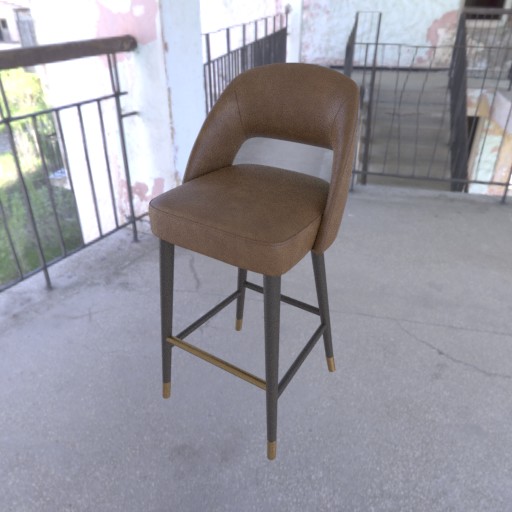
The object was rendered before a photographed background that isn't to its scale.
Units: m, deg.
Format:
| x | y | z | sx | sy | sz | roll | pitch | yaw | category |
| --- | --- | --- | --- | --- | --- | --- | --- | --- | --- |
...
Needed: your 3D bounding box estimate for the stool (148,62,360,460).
| x | y | z | sx | sy | sz | roll | pitch | yaw | category |
| --- | --- | --- | --- | --- | --- | --- | --- | --- | --- |
| 0.000 | 0.000 | 1.351 | 0.494 | 1.037 | 0.509 | 18 | 35 | 28 | stool |
